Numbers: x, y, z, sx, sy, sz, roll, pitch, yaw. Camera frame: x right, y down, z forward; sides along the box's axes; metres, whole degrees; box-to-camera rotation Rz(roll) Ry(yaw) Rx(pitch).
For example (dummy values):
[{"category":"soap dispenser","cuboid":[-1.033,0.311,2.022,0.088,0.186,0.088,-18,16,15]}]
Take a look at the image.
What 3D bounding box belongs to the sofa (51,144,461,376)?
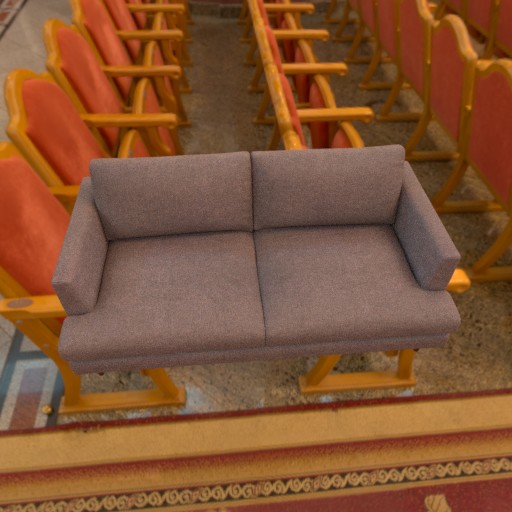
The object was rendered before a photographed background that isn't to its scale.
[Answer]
[{"category":"sofa","cuboid":[0.000,0.000,2.436,1.948,0.868,1.020,-4,46,-3]}]
